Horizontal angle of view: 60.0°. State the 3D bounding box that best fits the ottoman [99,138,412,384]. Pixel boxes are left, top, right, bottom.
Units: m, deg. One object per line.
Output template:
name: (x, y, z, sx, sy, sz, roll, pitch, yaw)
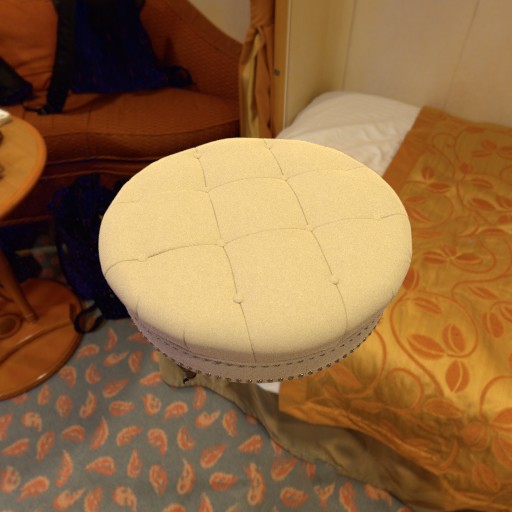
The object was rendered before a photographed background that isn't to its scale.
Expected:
ottoman: (0.000, 0.000, 1.413, 0.901, 0.439, 0.901, 0, 45, 0)
